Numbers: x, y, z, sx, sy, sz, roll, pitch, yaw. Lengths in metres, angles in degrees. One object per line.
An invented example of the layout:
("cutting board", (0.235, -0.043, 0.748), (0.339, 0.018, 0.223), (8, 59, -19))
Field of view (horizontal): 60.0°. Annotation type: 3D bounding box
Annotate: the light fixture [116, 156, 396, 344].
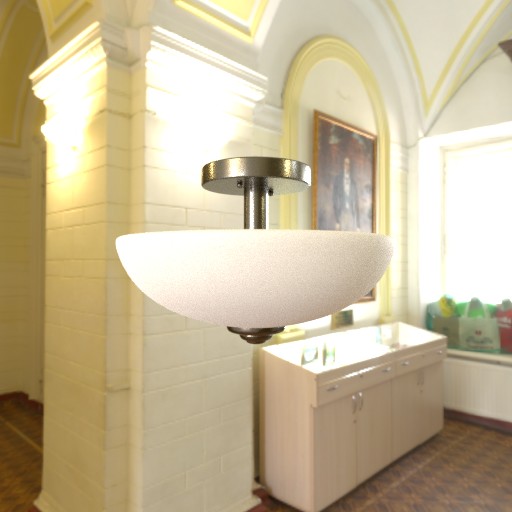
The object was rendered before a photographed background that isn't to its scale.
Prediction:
("light fixture", (0.000, 0.000, 0.547), (0.330, 0.214, 0.330), (0, -1, 0))
